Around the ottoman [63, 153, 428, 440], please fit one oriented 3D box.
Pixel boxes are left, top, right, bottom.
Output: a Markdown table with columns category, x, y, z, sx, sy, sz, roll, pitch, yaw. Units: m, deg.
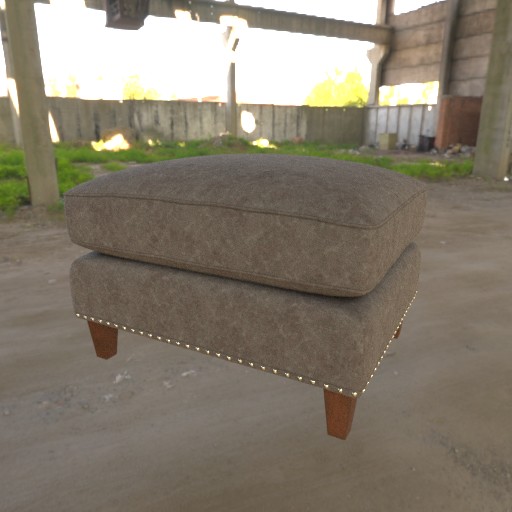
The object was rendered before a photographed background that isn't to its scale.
| category | x | y | z | sx | sy | sz | roll | pitch | yaw |
| --- | --- | --- | --- | --- | --- | --- | --- | --- | --- |
| ottoman | 0.000 | 0.000 | 1.149 | 0.741 | 0.513 | 0.584 | 9 | 19 | 27 |
